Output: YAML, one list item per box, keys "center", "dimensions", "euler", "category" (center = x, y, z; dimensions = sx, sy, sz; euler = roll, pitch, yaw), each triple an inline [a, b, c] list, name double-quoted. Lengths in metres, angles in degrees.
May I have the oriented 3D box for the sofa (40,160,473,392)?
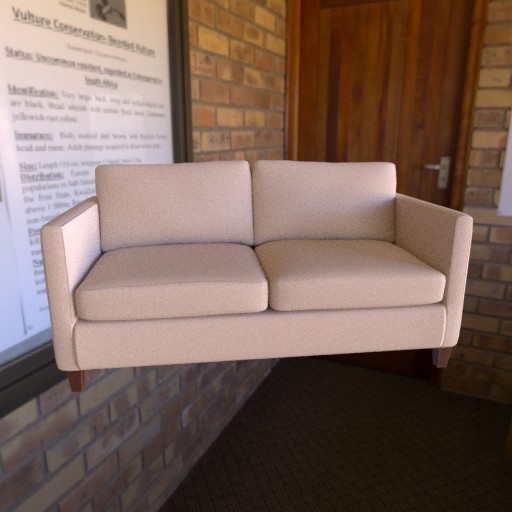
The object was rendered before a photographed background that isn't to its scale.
- center: [0.000, 0.000, 2.164]
  dimensions: [1.722, 0.888, 0.873]
  euler: [-2, 16, -7]
  category: "sofa"
